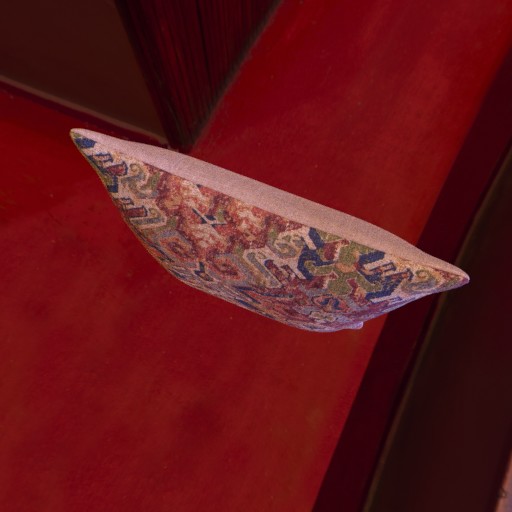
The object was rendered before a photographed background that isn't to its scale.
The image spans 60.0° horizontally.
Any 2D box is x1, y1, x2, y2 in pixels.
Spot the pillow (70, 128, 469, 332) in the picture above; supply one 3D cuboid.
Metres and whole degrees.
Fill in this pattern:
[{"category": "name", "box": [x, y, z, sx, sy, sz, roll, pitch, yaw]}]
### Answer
[{"category": "pillow", "box": [0.000, 0.000, 0.772, 0.523, 0.506, 0.166, 21, 77, 5]}]
